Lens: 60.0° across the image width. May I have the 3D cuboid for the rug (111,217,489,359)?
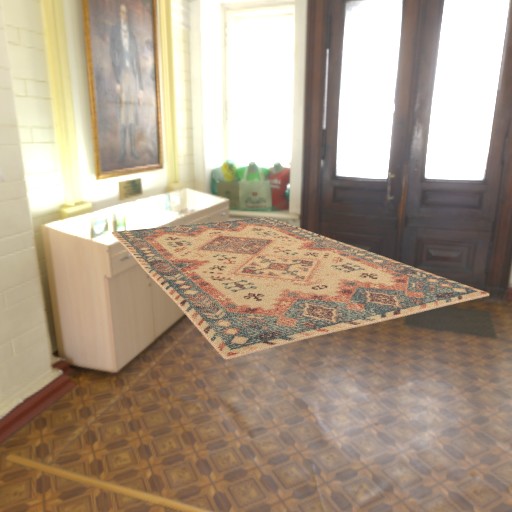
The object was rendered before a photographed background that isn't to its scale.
[{"bbox_3d":[0.000,0.000,3.055,1.521,0.023,2.464,-8,17,-26],"label":"rug"}]
